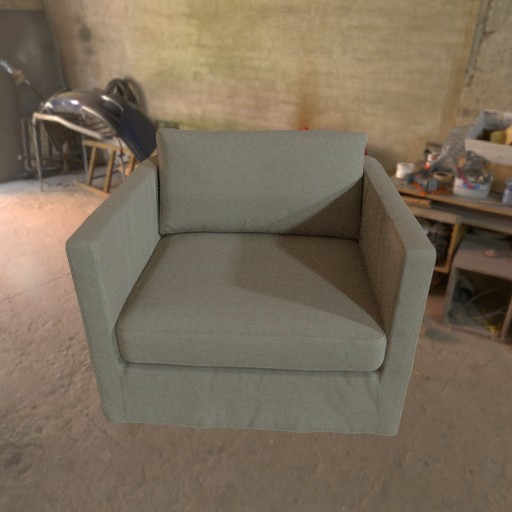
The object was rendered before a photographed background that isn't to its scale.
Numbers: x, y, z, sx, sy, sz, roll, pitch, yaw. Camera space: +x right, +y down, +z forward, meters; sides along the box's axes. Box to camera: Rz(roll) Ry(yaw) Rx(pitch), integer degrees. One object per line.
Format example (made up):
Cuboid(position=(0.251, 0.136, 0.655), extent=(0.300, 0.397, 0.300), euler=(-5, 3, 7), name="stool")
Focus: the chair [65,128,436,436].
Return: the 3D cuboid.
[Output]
Cuboid(position=(0.000, 0.000, 1.728), extent=(1.057, 0.863, 0.949), euler=(2, 29, 3), name="chair")
